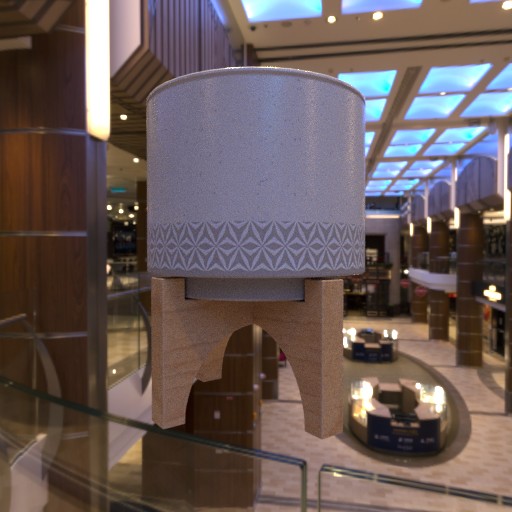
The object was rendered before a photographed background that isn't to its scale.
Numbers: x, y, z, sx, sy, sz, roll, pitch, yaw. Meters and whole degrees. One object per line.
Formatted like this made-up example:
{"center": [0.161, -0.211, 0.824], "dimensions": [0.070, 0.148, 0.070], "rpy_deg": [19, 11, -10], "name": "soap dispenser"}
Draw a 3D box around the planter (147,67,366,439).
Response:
{"center": [0.000, 0.000, 0.271], "dimensions": [0.130, 0.178, 0.130], "rpy_deg": [0, 1, 0], "name": "planter"}
